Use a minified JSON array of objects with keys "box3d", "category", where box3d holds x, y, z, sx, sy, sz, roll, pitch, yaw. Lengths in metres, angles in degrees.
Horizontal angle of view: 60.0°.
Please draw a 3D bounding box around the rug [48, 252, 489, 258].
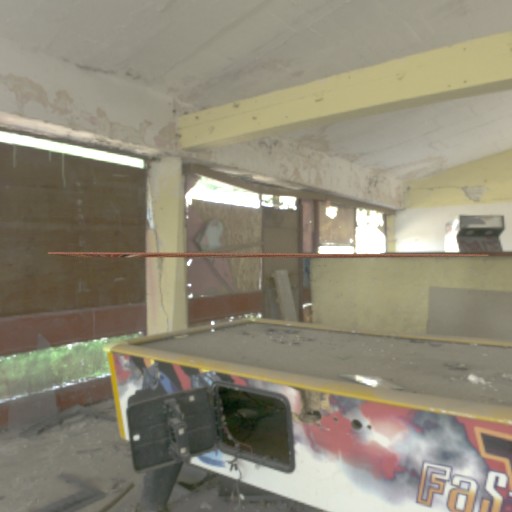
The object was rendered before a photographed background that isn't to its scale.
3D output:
[{"box3d":[0.000,0.000,2.306,1.828,0.007,1.217,0,-1,-18],"category":"rug"}]
